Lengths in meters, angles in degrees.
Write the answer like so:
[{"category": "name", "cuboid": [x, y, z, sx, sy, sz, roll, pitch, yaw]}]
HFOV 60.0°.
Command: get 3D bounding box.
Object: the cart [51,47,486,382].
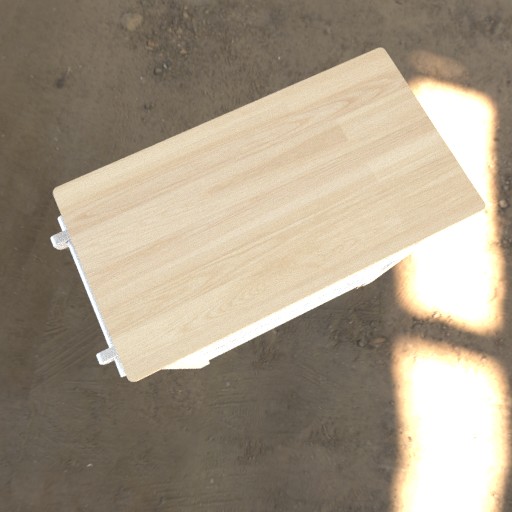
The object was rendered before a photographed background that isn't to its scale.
[{"category": "cart", "cuboid": [0.000, 0.000, 1.411, 0.899, 0.927, 0.457, -25, 77, -6]}]
